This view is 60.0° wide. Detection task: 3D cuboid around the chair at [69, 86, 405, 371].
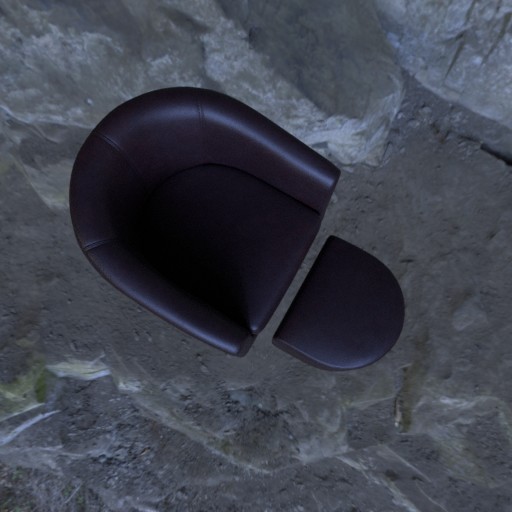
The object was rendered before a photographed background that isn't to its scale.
[{"bbox_3d":[0.000,0.000,1.622,1.176,0.755,0.737,29,76,8],"label":"chair"}]
